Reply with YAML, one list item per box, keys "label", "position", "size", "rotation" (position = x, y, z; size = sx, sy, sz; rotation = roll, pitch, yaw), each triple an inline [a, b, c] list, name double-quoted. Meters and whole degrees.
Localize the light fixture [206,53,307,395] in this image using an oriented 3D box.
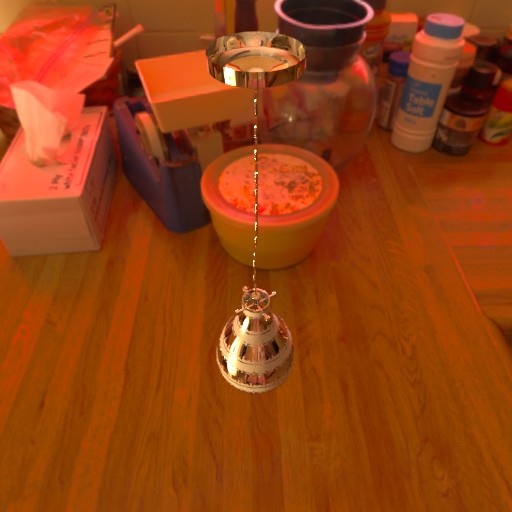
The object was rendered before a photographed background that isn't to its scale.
- label: "light fixture"
  position: [0.000, 0.000, 1.613]
  size: [0.374, 1.457, 0.374]
  rotation: [-24, 51, -21]
